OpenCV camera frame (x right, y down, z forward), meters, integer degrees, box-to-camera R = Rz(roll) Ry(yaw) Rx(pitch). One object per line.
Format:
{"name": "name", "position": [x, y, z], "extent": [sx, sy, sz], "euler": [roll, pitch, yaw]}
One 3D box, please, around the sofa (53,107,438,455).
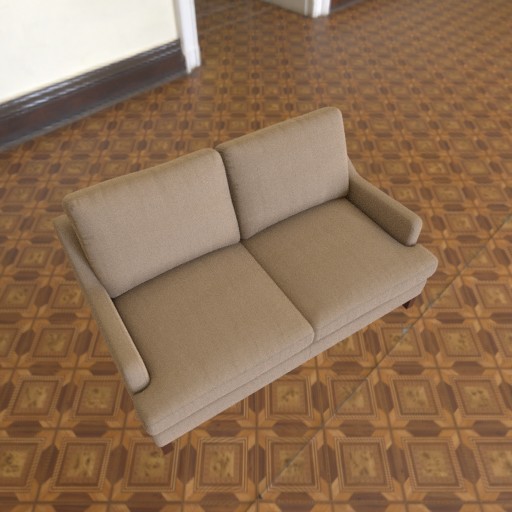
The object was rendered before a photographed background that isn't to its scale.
{"name": "sofa", "position": [0.000, 0.000, 2.210], "extent": [1.619, 0.910, 1.004], "euler": [-25, 52, -21]}
